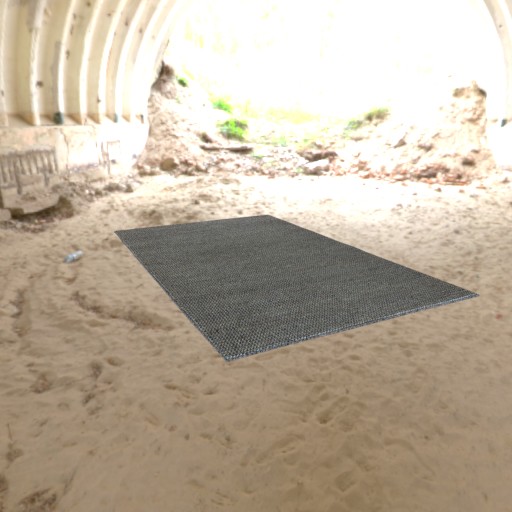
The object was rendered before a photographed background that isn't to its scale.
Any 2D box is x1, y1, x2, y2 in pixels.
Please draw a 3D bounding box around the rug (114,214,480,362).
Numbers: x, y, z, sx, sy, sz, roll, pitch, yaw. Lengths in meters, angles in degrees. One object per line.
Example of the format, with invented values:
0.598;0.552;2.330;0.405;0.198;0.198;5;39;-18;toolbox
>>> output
0.000;0.000;3.160;1.538;0.021;2.443;-9;19;-26;rug
